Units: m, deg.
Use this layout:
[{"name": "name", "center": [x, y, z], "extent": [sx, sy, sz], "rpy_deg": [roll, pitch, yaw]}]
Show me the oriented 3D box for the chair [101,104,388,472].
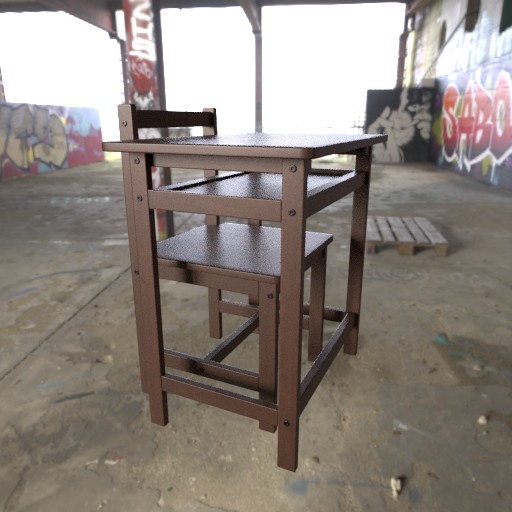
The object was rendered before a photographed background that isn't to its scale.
[{"name": "chair", "center": [0.000, 0.000, 1.042], "extent": [0.463, 0.673, 0.599], "rpy_deg": [8, 19, 24]}]
